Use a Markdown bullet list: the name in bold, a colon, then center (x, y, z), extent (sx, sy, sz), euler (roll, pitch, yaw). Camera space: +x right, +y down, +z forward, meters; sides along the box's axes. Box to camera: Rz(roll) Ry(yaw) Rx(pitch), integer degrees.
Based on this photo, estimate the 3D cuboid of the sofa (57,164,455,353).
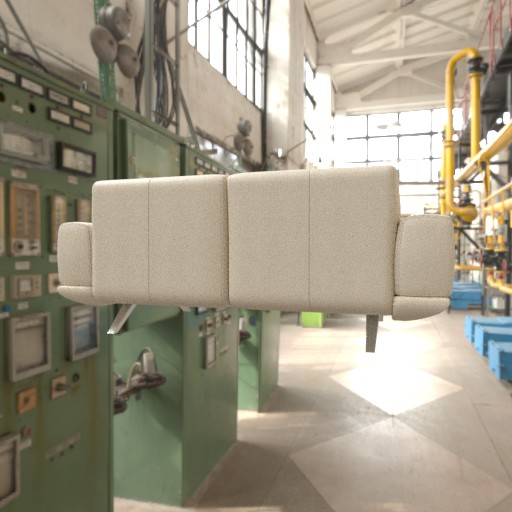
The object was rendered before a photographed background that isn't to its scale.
- **sofa**: center (0.000, 0.000, 2.411), extent (1.901, 0.772, 0.900), euler (0, 1, 18)
